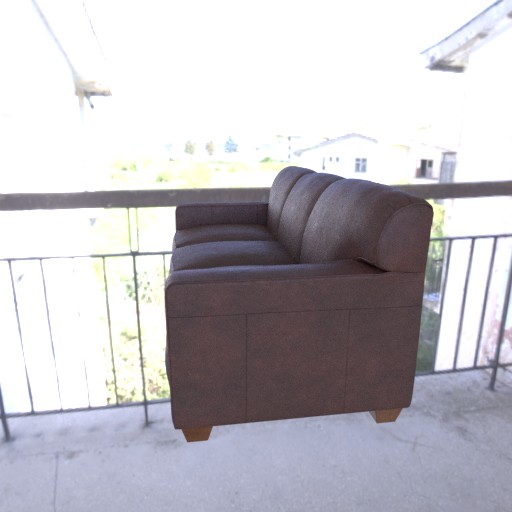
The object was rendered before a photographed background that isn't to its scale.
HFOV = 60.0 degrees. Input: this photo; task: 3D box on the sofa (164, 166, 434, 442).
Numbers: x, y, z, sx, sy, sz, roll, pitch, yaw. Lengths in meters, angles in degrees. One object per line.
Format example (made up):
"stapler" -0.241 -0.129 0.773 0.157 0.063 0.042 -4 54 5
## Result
"sofa" 0.000 0.000 2.554 1.008 0.953 2.039 -2 15 -9
